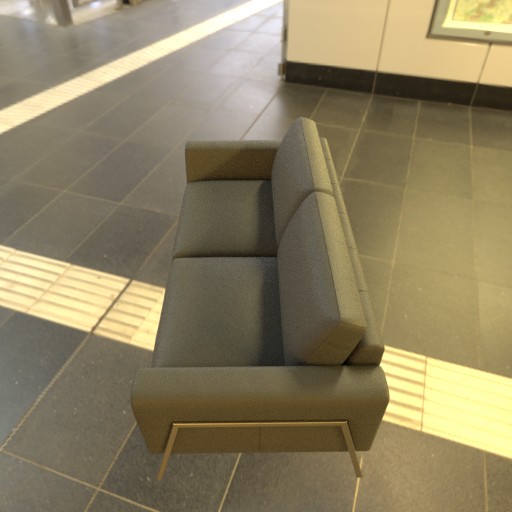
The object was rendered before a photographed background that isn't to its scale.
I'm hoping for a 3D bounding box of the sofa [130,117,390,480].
[{"bbox_3d":[0.000,0.000,2.445,0.953,0.875,2.017,0,42,-1],"label":"sofa"}]
